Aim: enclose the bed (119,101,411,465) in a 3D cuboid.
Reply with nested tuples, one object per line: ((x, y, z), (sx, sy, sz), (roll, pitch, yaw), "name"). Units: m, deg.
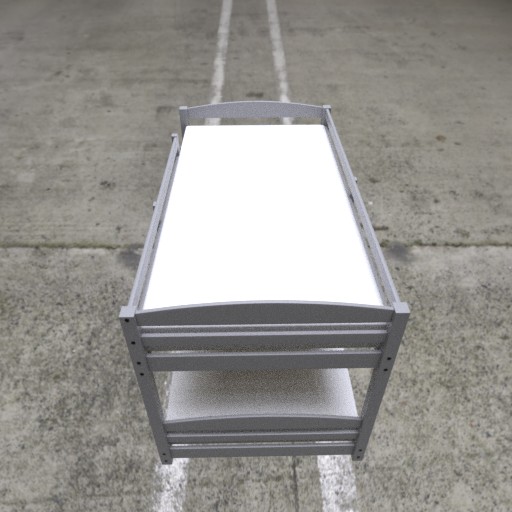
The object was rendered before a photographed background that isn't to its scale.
((0.000, 0.000, 2.755), (1.105, 1.206, 2.013), (-1, 40, -1), "bed")
